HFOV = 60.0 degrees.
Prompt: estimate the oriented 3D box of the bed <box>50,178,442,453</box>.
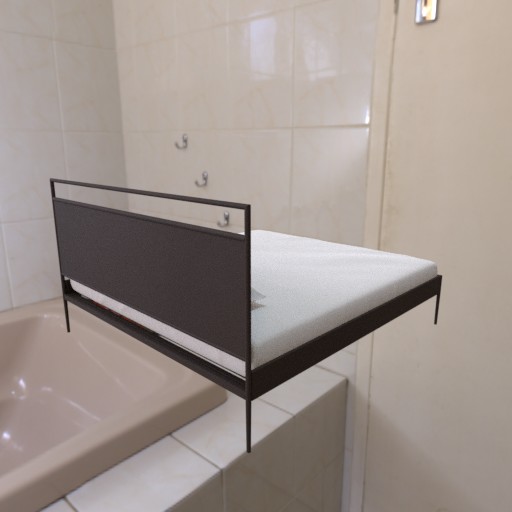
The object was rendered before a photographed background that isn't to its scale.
[{"bbox_3d":[0.000,0.000,3.353,1.993,1.173,2.151,13,20,42],"label":"bed"}]
